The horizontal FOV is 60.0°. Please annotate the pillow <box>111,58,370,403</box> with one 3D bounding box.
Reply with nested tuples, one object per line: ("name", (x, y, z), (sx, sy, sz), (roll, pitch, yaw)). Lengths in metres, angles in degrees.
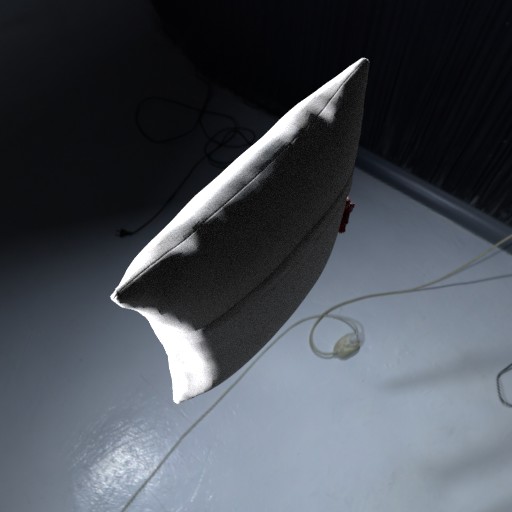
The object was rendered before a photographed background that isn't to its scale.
("pillow", (0.000, 0.000, 0.666), (0.173, 0.436, 0.433), (34, 64, 19))
